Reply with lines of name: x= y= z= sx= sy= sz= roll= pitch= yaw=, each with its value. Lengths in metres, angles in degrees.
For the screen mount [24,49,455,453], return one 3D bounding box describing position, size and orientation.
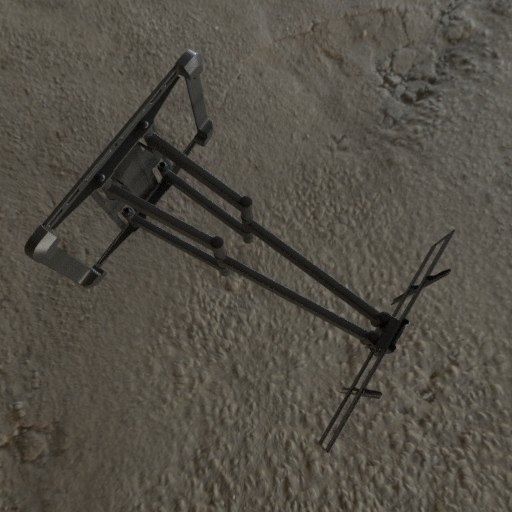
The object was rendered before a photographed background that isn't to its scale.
screen mount: x=0.000 y=0.000 z=1.322 sx=0.905 sy=0.483 sz=0.725 roll=32 pitch=77 yaw=8
